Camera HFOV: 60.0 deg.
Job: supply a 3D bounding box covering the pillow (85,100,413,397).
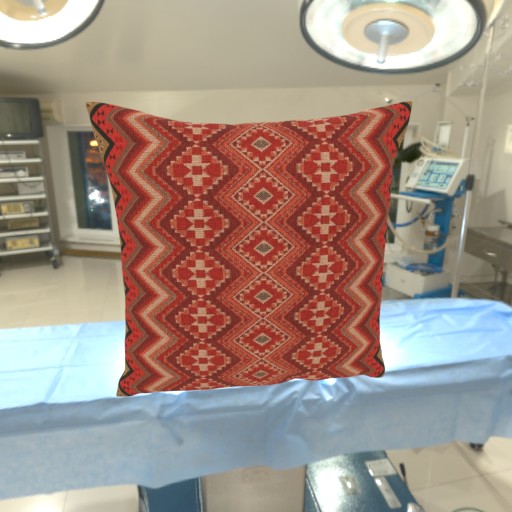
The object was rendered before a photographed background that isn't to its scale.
[{"bbox_3d":[0.000,0.000,0.764,0.513,0.511,0.158,-2,17,-7],"label":"pillow"}]
